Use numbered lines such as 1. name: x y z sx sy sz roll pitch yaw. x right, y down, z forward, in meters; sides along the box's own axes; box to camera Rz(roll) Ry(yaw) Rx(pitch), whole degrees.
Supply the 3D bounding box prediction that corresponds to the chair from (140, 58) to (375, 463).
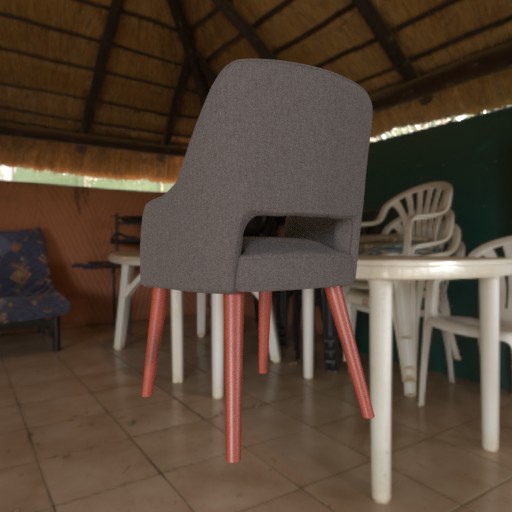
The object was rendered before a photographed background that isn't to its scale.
1. chair: 0.000 0.000 1.214 0.559 0.838 0.560 -1 2 -34
